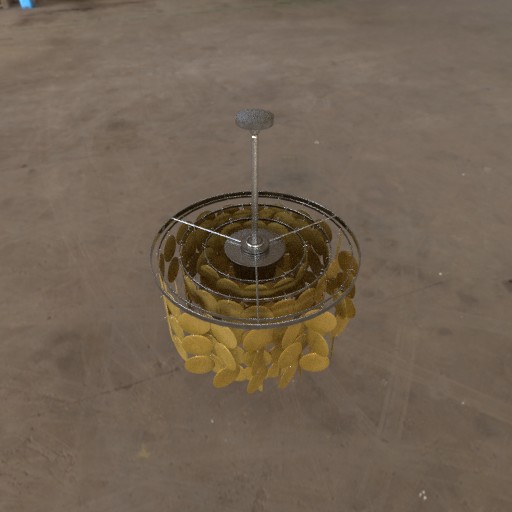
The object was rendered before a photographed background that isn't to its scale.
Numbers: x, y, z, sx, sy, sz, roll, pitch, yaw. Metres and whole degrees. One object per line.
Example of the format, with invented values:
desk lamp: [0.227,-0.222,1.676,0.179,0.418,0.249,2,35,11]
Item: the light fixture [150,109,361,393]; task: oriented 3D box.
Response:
light fixture: [0.000,0.000,0.763,0.368,0.492,0.368,0,40,0]
